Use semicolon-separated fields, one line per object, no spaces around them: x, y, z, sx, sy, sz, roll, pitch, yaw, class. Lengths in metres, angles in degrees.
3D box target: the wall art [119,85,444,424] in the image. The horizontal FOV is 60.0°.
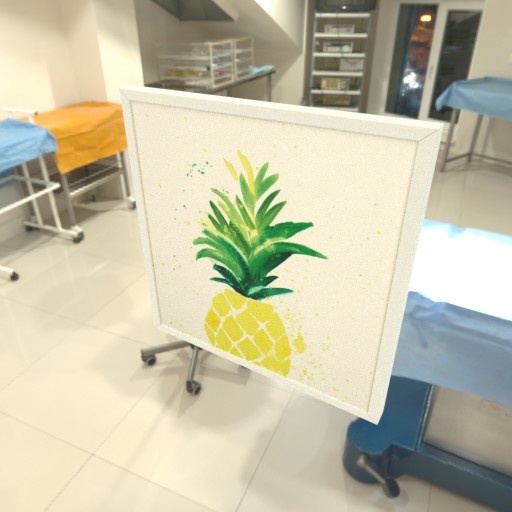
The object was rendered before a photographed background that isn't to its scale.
0.000;0.000;0.461;0.307;0.307;0.020;17;34;26;wall art
